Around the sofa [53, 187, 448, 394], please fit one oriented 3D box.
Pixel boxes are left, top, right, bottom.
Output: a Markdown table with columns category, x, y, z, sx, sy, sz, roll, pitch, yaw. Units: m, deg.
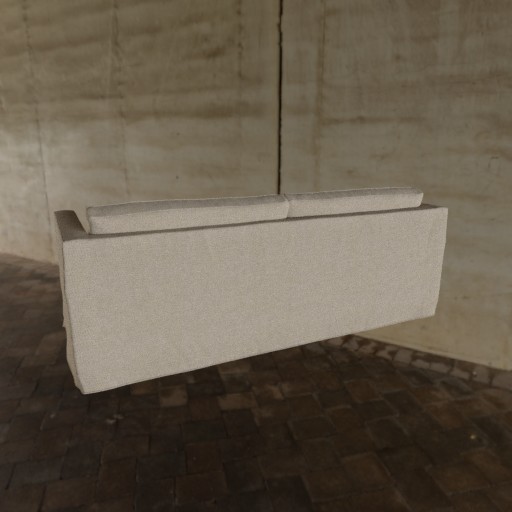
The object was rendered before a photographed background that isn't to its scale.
| category | x | y | z | sx | sy | sz | roll | pitch | yaw |
| --- | --- | --- | --- | --- | --- | --- | --- | --- | --- |
| sofa | 0.000 | 0.000 | 2.789 | 2.296 | 0.847 | 0.956 | -7 | 16 | -25 |
